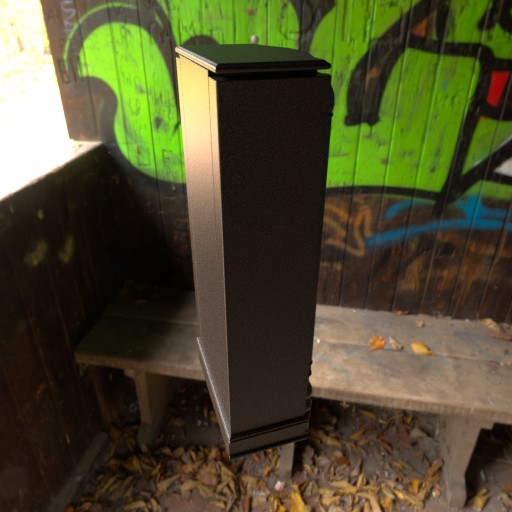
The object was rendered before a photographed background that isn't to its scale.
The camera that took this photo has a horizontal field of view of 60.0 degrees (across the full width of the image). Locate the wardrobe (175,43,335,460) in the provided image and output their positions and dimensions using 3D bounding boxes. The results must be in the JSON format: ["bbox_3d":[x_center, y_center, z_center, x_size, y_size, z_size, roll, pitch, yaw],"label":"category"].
[{"bbox_3d":[0.000,0.000,1.200,0.295,1.011,0.444,-9,31,-16],"label":"wardrobe"}]
